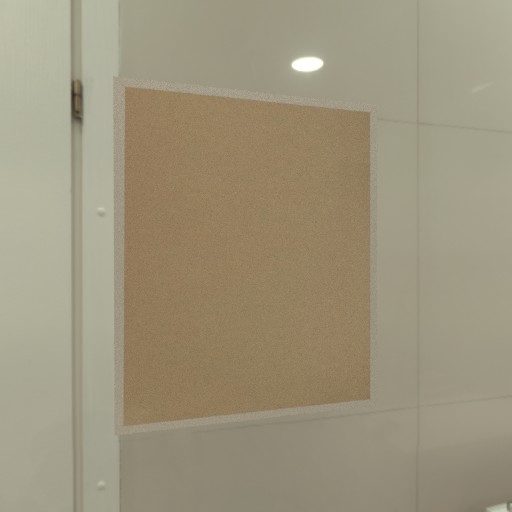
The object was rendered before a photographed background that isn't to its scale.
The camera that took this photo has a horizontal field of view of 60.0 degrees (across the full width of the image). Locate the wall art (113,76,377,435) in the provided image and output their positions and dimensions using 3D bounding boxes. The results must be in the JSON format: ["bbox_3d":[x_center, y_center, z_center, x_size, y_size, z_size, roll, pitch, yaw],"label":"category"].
[{"bbox_3d":[0.000,0.000,0.625,0.382,0.456,0.013,0,0,-17],"label":"wall art"}]
